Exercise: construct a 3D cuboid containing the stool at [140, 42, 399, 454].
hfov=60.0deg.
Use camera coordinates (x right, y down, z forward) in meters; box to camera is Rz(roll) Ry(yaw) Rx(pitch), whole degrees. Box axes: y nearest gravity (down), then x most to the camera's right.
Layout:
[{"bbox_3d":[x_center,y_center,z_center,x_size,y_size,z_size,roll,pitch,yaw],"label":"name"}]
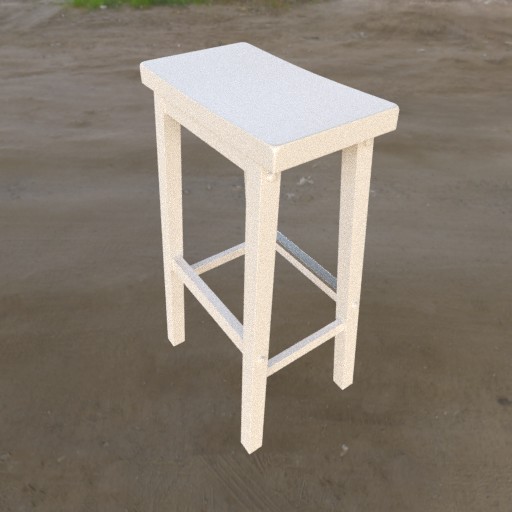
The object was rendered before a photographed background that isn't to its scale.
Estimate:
[{"bbox_3d":[0.000,0.000,0.958,0.322,0.742,0.406,-25,46,-26],"label":"stool"}]
